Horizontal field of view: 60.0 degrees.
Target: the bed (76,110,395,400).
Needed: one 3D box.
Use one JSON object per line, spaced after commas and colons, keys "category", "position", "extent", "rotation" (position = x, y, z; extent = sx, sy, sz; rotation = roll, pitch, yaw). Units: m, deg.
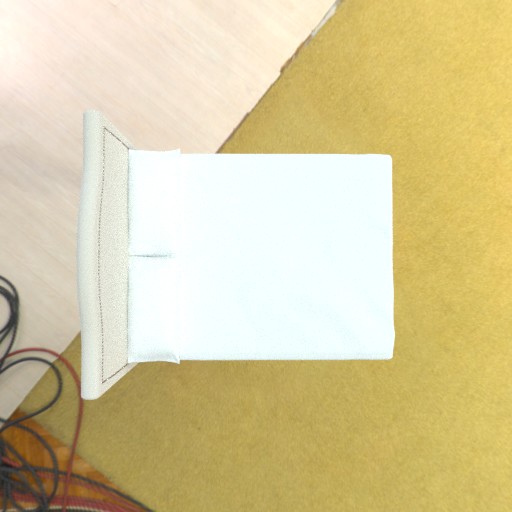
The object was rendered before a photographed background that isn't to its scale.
{"category": "bed", "position": [0.000, 0.000, 3.310], "extent": [2.143, 1.460, 1.753], "rotation": [0, 89, -1]}
